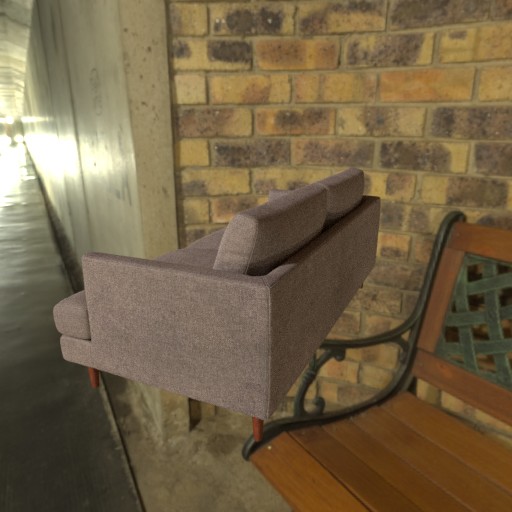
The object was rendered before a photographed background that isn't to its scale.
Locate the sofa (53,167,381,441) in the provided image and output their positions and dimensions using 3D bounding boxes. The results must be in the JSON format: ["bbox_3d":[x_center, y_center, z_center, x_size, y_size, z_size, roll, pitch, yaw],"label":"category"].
[{"bbox_3d":[0.000,0.000,2.510,1.020,0.868,1.948,8,19,24],"label":"sofa"}]
